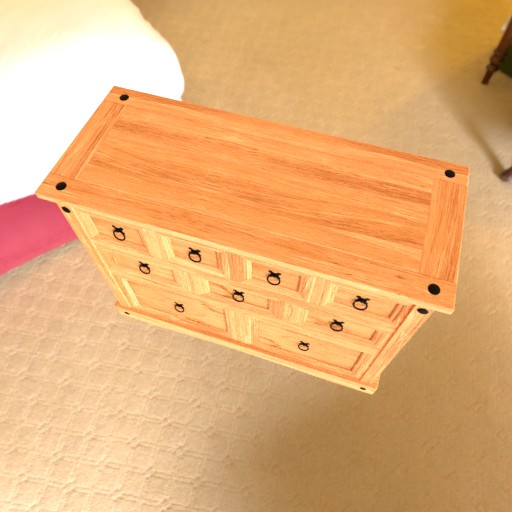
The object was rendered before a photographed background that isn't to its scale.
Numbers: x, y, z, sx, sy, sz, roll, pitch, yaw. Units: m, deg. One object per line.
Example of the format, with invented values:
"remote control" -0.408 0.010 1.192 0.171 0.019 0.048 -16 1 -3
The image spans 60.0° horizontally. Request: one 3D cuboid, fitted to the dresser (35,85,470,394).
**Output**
"dresser" 0.000 0.000 1.401 0.990 0.740 0.410 16 60 9
